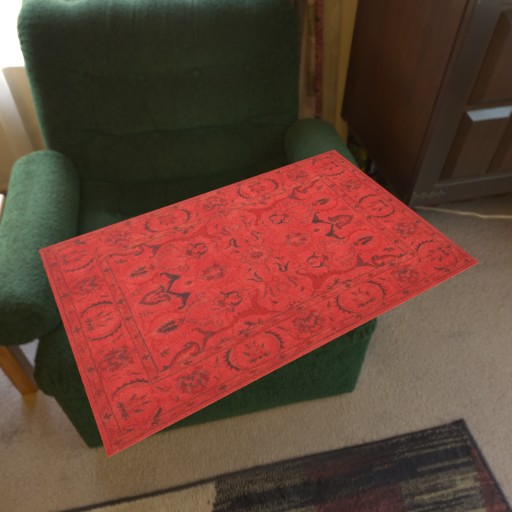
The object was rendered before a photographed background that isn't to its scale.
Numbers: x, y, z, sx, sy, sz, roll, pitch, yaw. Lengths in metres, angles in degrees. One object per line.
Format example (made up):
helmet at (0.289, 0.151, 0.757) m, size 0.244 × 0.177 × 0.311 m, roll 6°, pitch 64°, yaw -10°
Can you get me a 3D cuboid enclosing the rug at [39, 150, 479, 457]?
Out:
rug at (0.000, 0.000, 2.884) m, size 2.423 × 0.010 × 1.534 m, roll -22°, pitch 50°, yaw -21°
